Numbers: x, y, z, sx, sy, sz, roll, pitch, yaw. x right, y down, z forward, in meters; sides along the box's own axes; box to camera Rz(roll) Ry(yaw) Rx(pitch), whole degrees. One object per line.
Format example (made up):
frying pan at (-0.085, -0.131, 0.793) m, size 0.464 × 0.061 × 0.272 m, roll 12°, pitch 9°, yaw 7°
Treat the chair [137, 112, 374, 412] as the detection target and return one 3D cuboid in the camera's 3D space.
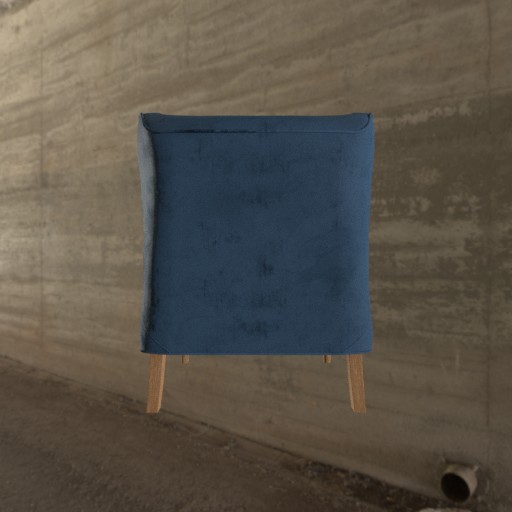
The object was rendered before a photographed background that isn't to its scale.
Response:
chair at (0.000, 0.000, 1.630) m, size 0.793 × 0.952 × 0.910 m, roll 0°, pitch 0°, yaw 0°
